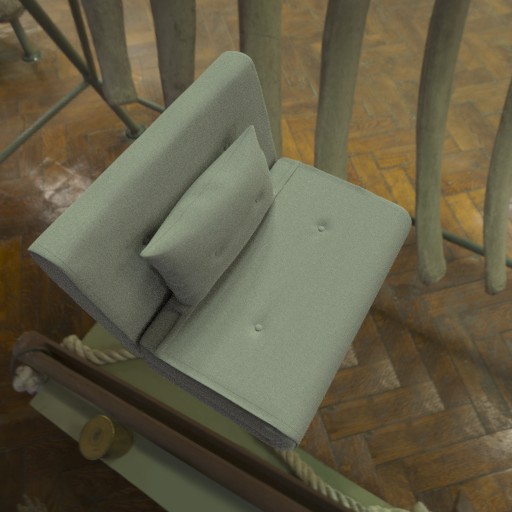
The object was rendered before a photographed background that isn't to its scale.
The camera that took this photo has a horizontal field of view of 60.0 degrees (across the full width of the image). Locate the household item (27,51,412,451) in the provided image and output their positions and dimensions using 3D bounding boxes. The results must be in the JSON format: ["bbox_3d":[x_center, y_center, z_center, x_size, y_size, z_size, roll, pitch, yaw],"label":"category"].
[{"bbox_3d":[0.000,0.000,1.602,0.874,0.800,1.000,28,64,15],"label":"household item"}]
